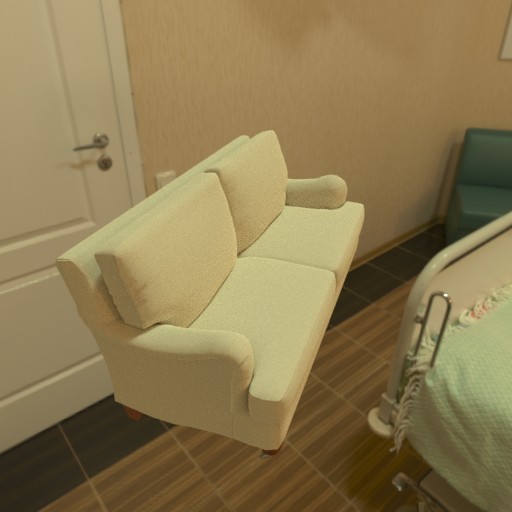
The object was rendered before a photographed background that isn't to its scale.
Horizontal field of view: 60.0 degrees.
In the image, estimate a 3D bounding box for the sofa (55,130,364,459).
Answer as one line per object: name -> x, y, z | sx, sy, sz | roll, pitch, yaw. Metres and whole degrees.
sofa -> 0.000, 0.000, 2.807 | 1.086, 1.087, 2.159 | 11, 32, 18
